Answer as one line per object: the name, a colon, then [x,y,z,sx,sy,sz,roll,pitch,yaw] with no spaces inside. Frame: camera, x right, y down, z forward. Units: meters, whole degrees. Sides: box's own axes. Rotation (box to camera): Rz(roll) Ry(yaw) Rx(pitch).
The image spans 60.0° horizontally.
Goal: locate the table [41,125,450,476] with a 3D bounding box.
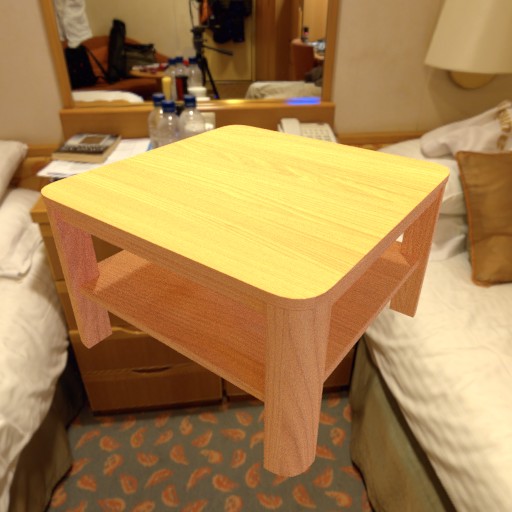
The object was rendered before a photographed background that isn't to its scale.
table: [0.000,0.000,1.209,0.750,0.450,0.750,21,37,31]
